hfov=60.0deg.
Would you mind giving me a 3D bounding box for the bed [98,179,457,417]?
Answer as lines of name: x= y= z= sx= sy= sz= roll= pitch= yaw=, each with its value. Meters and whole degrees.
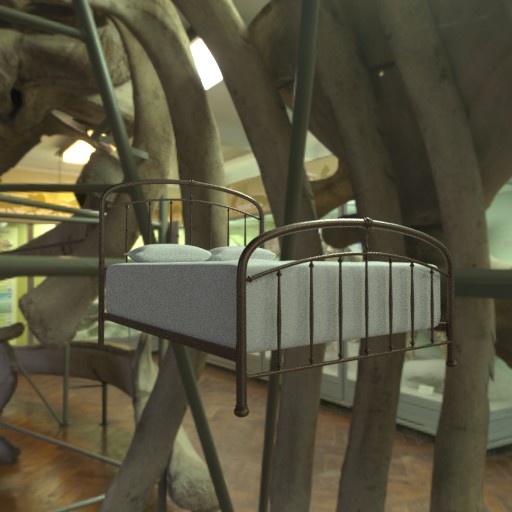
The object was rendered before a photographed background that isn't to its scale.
bed: x=0.000 y=0.000 z=3.296 sx=1.711 sy=1.475 sz=2.168 roll=1 pitch=-2 yaw=-35
